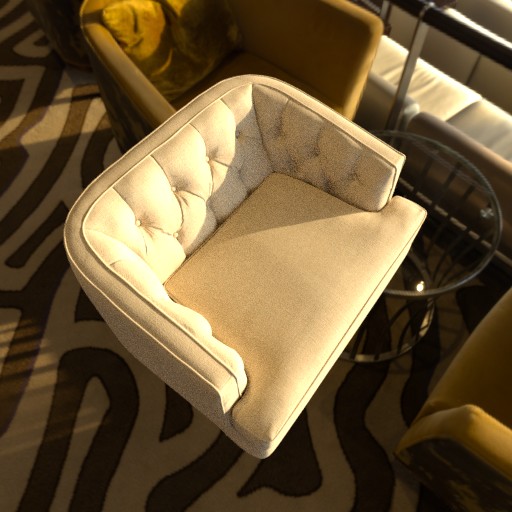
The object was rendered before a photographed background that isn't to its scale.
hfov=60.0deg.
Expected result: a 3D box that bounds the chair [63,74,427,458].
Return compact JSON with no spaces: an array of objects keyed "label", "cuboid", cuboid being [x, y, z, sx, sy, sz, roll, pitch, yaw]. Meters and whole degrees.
[{"label":"chair","cuboid":[0.000,0.000,1.719,0.914,0.787,1.118,32,63,19]}]
